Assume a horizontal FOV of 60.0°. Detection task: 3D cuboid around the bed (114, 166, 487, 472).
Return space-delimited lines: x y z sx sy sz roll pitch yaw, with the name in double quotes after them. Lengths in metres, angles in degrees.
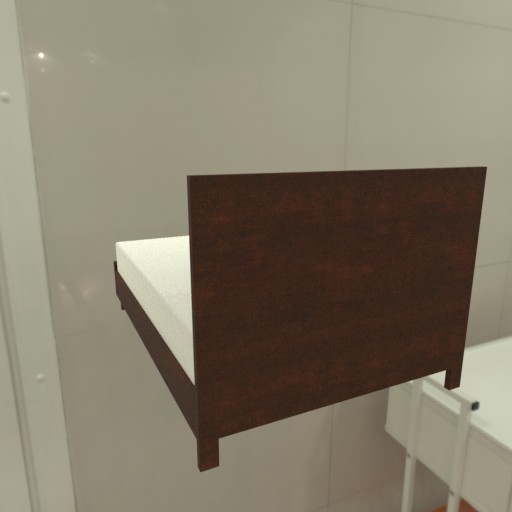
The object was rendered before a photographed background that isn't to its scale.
0.000 0.000 3.062 1.600 1.270 2.184 -7 16 -25 "bed"
